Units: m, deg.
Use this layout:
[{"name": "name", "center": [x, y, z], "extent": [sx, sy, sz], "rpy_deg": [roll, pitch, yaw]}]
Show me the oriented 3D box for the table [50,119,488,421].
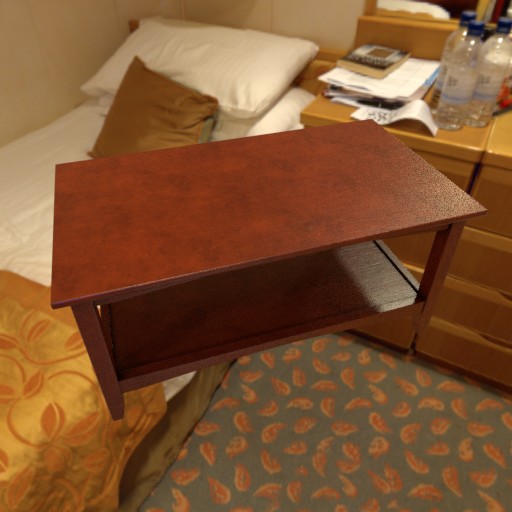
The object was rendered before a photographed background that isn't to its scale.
[{"name": "table", "center": [0.000, 0.000, 1.236], "extent": [0.943, 0.456, 0.533], "rpy_deg": [-12, 42, -14]}]
